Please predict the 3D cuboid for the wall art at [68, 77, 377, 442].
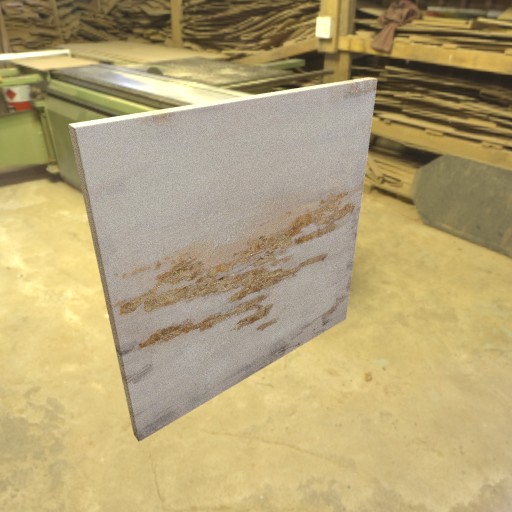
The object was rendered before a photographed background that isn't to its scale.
[{"bbox_3d":[0.000,0.000,1.477,1.015,1.018,0.040,-22,37,-33],"label":"wall art"}]
